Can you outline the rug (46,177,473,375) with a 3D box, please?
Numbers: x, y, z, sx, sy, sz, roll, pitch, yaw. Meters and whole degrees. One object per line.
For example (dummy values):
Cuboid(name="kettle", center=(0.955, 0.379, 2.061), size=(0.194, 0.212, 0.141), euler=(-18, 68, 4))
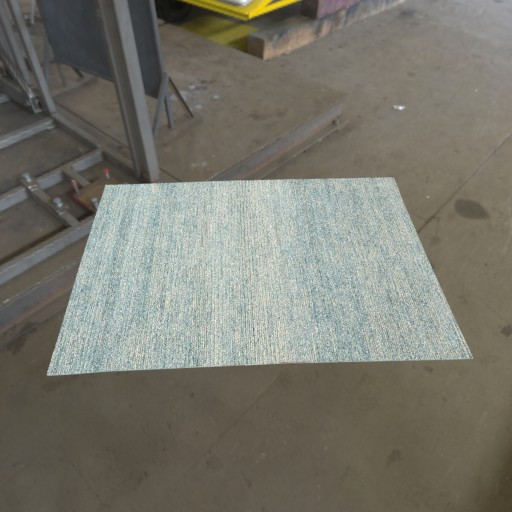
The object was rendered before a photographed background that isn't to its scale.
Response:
Cuboid(name="rug", center=(0.000, 0.000, 2.887), size=(2.260, 0.026, 1.611), euler=(-2, 47, -2))
